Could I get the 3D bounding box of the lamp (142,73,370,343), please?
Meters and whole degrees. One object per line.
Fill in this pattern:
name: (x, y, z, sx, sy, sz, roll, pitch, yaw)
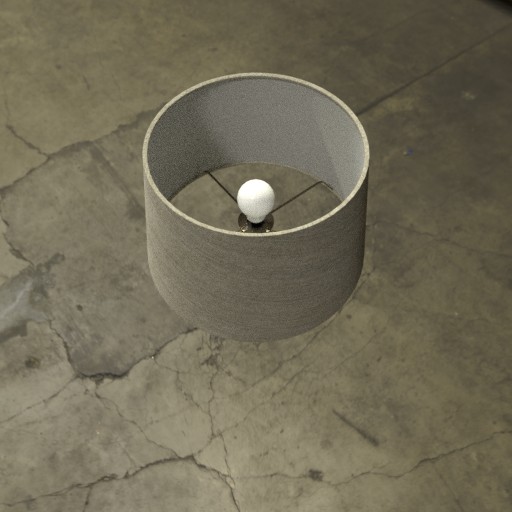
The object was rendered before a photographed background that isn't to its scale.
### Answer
lamp: (0.000, 0.000, 0.850, 0.390, 0.580, 0.390, 0, 58, 0)
